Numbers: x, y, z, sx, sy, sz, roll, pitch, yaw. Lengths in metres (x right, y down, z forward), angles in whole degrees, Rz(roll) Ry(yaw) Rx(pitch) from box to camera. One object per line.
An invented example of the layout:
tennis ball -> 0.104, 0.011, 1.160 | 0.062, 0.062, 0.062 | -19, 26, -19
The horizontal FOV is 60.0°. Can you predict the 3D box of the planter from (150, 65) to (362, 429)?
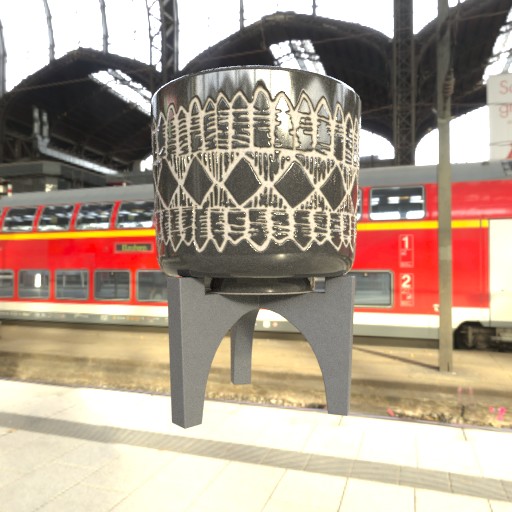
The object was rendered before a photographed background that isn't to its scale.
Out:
planter -> 0.000, 0.000, 0.536 | 0.251, 0.355, 0.251 | 0, -1, 17
